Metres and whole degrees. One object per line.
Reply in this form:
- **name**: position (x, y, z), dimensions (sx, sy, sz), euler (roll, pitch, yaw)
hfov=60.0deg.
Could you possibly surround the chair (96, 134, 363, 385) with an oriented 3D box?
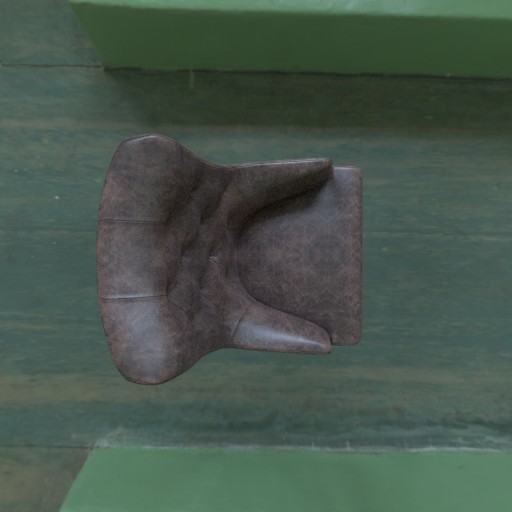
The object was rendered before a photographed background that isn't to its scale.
- **chair**: position (0.000, 0.000, 1.502), dimensions (0.762, 1.035, 0.641), euler (0, 91, 0)
